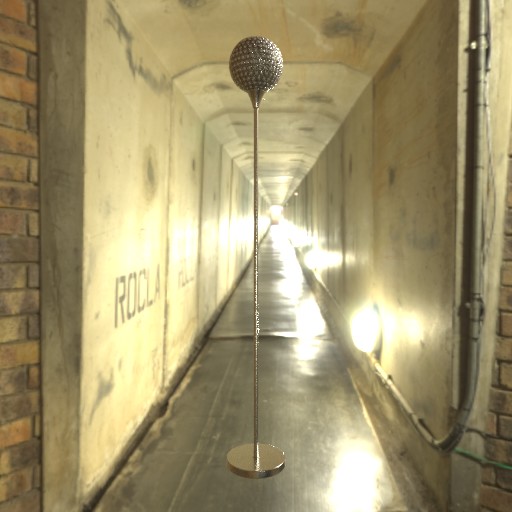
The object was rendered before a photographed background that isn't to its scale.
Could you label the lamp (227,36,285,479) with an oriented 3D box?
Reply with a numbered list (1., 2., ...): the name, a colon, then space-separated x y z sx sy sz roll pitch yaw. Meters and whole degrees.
1. lamp: 0.000 0.000 1.903 0.254 1.805 0.254 0 2 0
